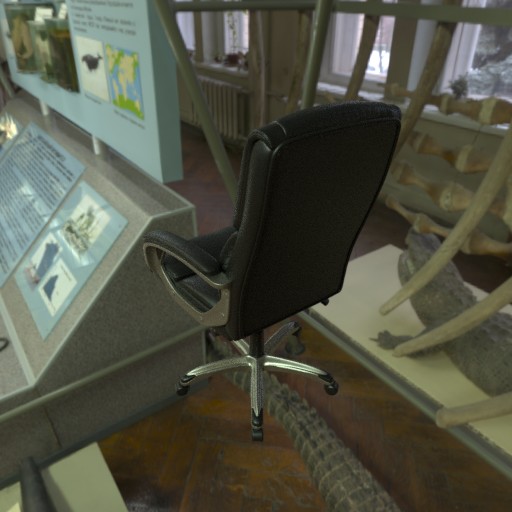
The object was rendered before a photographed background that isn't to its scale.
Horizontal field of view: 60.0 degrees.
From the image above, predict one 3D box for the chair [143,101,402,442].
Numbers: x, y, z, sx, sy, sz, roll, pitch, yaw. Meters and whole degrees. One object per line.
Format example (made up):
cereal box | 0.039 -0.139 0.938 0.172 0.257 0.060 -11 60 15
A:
chair | 0.000 0.000 1.587 0.663 1.155 0.739 -20 36 -31
